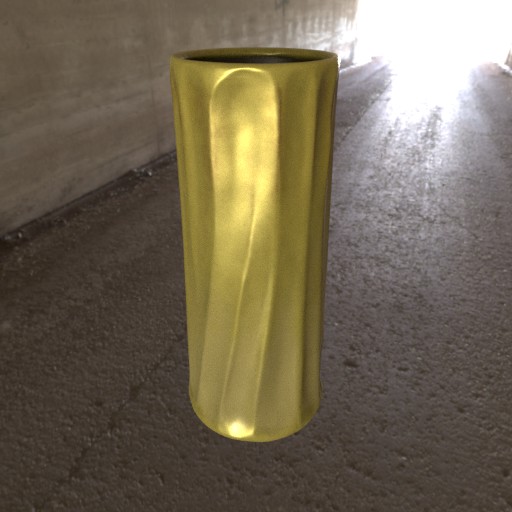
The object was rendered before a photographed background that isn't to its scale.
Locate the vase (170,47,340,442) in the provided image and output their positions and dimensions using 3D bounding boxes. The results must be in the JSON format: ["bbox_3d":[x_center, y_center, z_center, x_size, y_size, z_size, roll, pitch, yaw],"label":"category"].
[{"bbox_3d":[0.000,0.000,0.171,0.061,0.143,0.061,0,30,0],"label":"vase"}]
